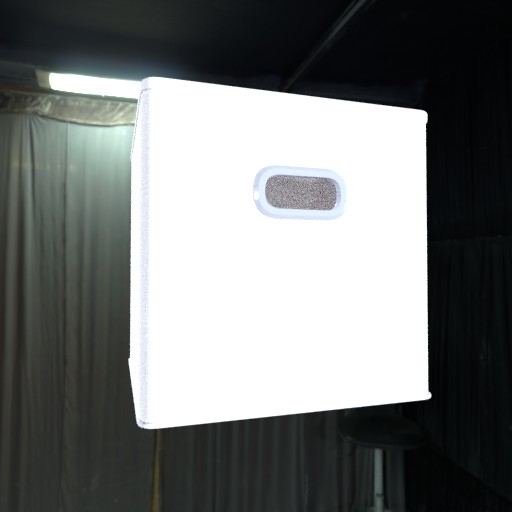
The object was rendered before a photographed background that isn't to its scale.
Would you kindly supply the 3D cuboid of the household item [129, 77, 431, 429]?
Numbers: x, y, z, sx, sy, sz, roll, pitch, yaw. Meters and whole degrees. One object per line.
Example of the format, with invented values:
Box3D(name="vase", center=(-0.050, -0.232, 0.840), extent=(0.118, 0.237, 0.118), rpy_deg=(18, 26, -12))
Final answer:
Box3D(name="household item", center=(0.000, 0.000, 0.568), extent=(0.305, 0.305, 0.305), rpy_deg=(0, -1, -18))
